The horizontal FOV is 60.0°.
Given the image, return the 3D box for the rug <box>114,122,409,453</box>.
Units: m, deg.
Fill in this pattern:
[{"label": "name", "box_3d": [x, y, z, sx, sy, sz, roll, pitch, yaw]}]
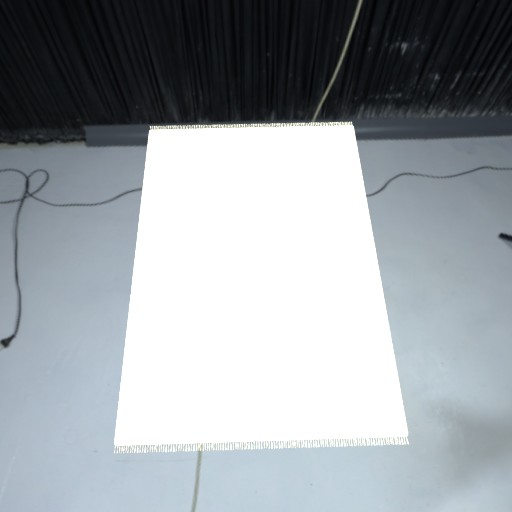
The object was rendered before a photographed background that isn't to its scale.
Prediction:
[{"label": "rug", "box_3d": [0.000, 0.000, 2.787, 1.514, 0.011, 2.233, -1, 62, -1]}]
